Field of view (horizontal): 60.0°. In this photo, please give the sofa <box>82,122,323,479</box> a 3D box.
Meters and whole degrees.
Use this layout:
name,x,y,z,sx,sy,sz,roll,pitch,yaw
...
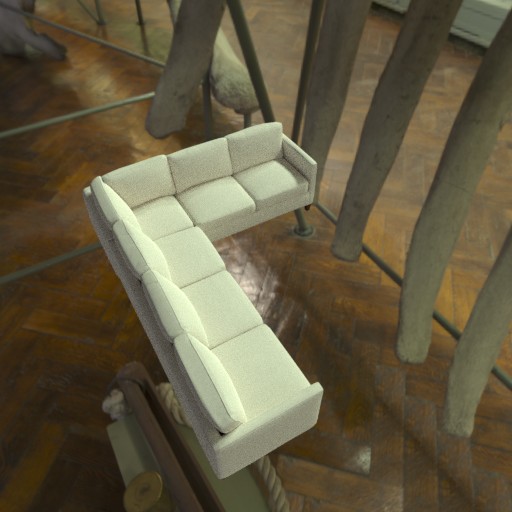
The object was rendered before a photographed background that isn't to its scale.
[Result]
name,x,y,z,sx,sy,sz,roll,pitch,yaw
sofa,0.000,0.000,4.527,2.593,0.947,3.302,-23,51,-20
